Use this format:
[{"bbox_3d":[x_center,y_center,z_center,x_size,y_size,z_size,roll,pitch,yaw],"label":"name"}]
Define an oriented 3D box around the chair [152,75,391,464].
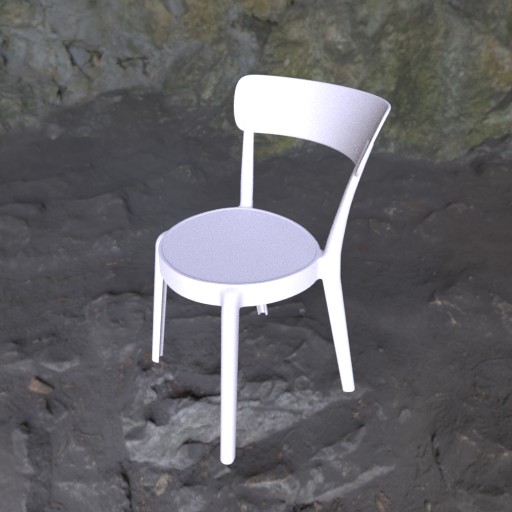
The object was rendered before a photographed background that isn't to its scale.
[{"bbox_3d":[0.000,0.000,1.138,0.491,0.790,0.506,-19,36,-29],"label":"chair"}]
